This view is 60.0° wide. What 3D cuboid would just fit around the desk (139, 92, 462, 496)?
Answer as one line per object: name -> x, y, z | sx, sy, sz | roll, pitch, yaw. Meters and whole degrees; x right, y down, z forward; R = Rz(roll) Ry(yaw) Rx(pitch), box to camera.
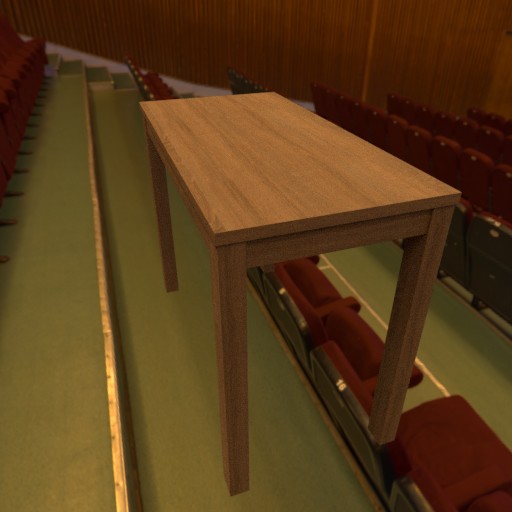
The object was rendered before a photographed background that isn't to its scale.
desk -> 0.000, 0.000, 1.386 | 0.495, 0.762, 0.991 | -11, 33, -17
